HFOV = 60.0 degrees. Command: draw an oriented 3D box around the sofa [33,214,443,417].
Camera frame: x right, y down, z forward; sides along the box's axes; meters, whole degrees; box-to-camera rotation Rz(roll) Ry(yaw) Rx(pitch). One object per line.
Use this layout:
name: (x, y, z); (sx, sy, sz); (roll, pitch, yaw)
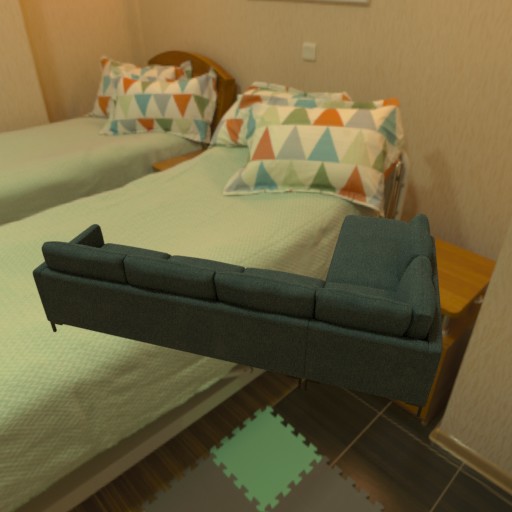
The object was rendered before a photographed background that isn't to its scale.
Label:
sofa: (0.000, 0.000, 3.853); (2.949, 0.815, 2.007); (9, 34, 14)
